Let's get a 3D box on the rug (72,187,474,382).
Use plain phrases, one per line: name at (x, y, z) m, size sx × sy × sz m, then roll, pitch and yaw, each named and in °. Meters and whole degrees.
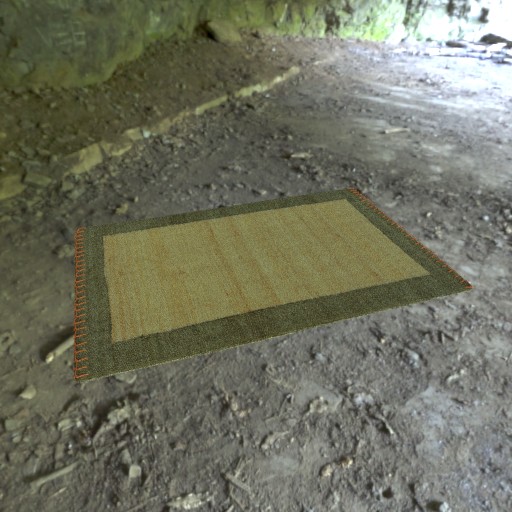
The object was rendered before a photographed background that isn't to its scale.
rug at (0.000, 0.000, 2.360) m, size 1.838 × 0.019 × 1.220 m, roll -10°, pitch 35°, yaw -15°
